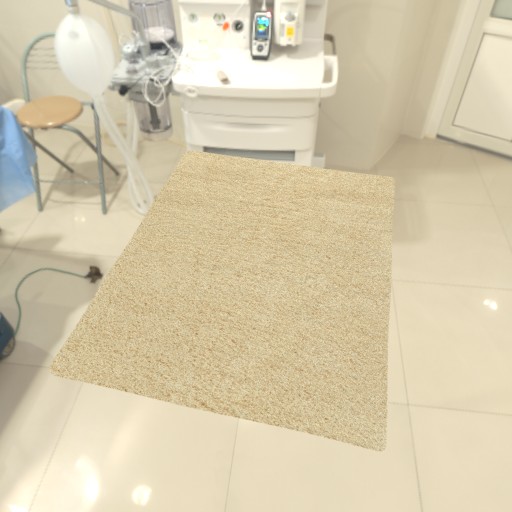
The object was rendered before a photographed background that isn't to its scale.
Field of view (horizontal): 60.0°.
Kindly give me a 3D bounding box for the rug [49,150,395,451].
[{"bbox_3d":[0.000,0.000,4.014,2.401,0.025,3.001,10,47,9],"label":"rug"}]
